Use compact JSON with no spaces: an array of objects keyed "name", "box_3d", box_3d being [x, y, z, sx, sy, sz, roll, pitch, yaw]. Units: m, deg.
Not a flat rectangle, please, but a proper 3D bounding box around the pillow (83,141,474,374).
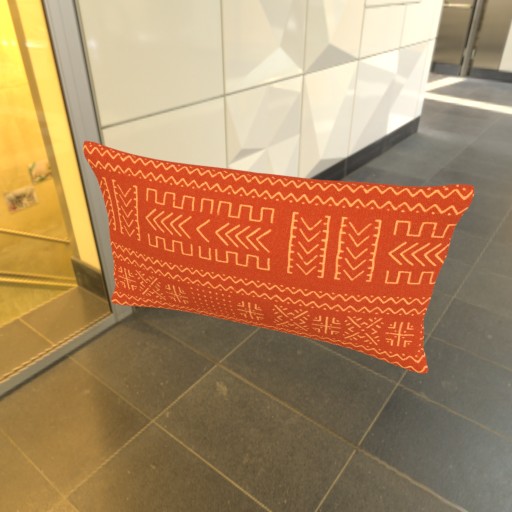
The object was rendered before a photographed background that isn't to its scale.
[{"name":"pillow","box_3d":[0.000,0.000,0.779,0.640,0.352,0.130,10,33,15]}]
